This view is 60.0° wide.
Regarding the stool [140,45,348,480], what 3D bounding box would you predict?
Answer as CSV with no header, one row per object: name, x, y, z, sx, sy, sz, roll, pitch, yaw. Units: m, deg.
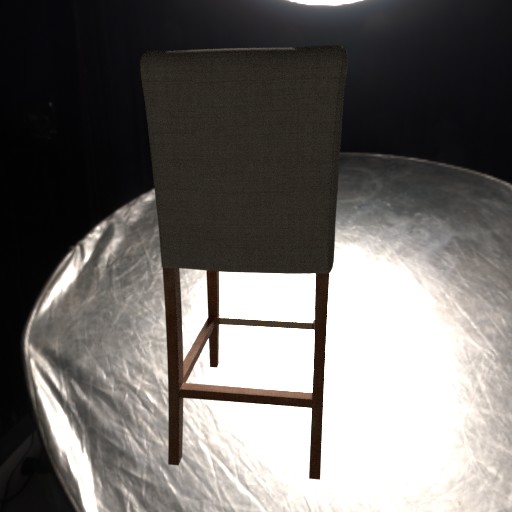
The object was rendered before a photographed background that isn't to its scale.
stool,0.000,0.000,1.296,0.454,1.039,0.567,2,16,7
